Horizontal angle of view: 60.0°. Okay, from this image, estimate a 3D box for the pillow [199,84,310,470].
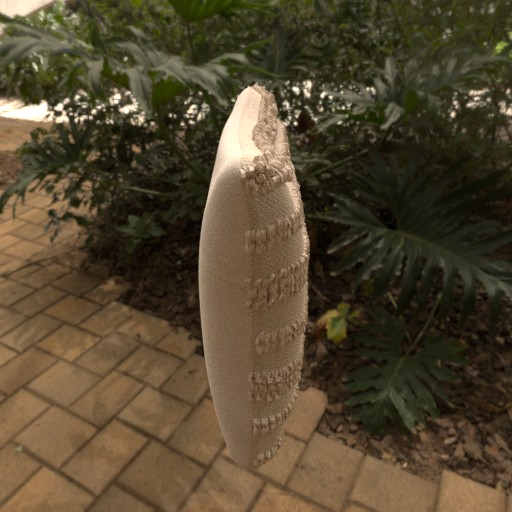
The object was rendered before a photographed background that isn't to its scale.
[{"bbox_3d":[0.000,0.000,0.659,0.145,0.427,0.437,0,30,0],"label":"pillow"}]
